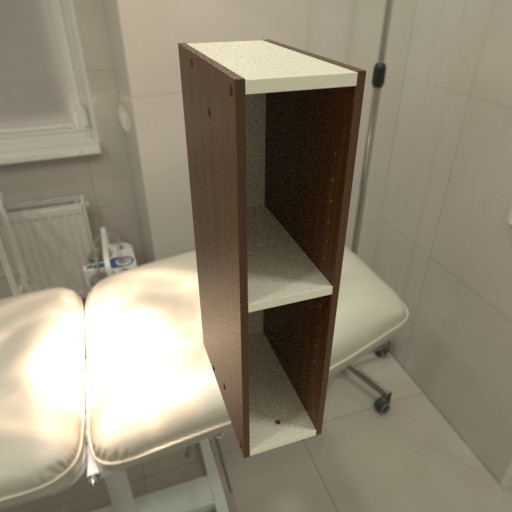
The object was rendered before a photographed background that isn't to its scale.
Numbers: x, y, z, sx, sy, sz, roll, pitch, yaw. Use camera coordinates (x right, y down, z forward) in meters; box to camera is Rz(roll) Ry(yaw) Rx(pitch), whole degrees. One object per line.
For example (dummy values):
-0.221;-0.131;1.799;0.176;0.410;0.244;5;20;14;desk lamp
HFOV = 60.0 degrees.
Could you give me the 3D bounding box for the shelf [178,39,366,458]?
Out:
0.000;0.000;0.718;0.147;0.600;0.290;-10;34;-16;shelf
